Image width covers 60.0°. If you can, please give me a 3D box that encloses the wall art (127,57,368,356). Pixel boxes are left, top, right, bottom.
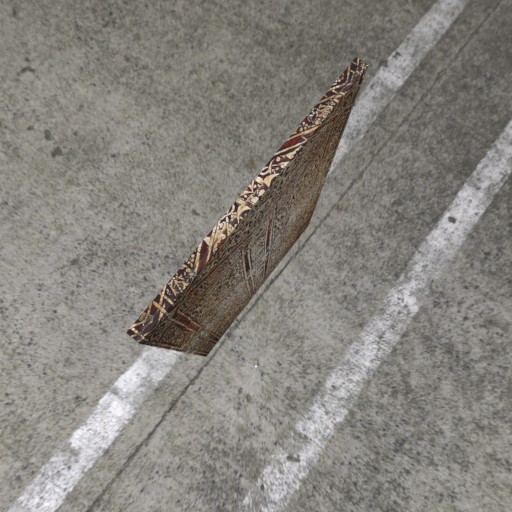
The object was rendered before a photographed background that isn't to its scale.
[{"bbox_3d":[0.000,0.000,1.150,0.030,0.904,0.599,37,79,9],"label":"wall art"}]
